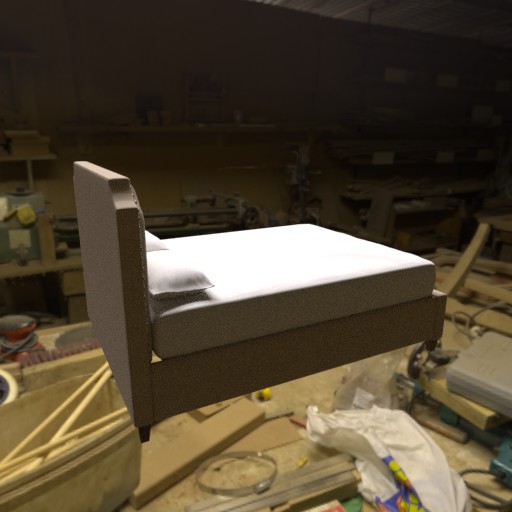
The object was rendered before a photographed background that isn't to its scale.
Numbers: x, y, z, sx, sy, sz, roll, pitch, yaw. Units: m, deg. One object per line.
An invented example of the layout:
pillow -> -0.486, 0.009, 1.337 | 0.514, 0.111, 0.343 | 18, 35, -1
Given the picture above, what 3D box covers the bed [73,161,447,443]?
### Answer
bed -> 0.000, 0.000, 3.411 | 2.329, 1.415, 1.703 | -8, 18, -27
